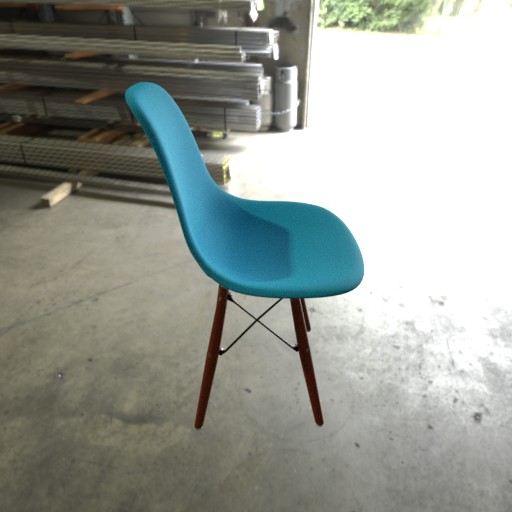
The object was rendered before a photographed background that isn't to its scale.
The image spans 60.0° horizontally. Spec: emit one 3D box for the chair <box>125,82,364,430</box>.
[{"bbox_3d":[0.000,0.000,1.143,0.533,0.826,0.470,0,31,0],"label":"chair"}]
